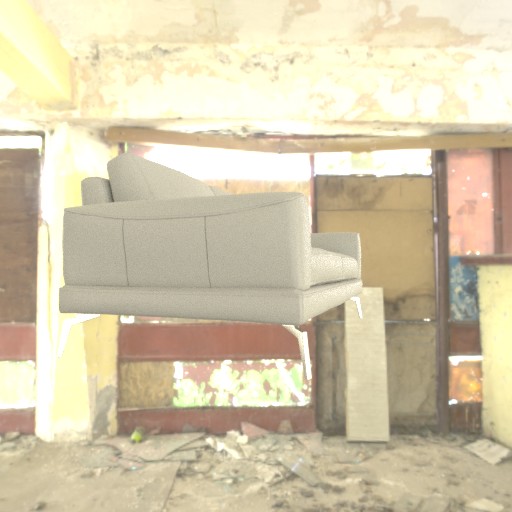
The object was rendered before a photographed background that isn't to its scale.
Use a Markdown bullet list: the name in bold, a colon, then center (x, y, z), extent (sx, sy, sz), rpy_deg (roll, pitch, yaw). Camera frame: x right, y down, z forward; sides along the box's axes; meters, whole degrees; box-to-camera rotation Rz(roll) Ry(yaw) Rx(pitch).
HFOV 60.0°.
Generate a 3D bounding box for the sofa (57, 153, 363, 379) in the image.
- **sofa**: center (0.000, 0.000, 2.722), extent (1.121, 0.930, 2.177), rpy_deg (-1, -2, 19)
